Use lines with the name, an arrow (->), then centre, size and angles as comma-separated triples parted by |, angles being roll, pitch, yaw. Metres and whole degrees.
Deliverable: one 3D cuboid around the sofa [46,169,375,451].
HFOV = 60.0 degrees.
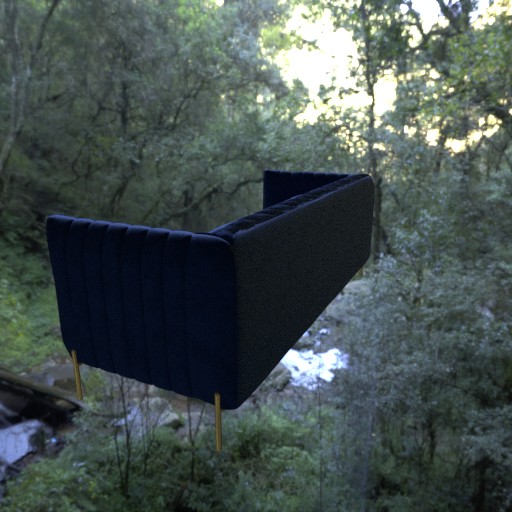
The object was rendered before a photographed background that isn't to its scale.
sofa -> 0.000, 0.000, 2.536 | 0.896, 0.793, 2.136 | 8, 19, 25
